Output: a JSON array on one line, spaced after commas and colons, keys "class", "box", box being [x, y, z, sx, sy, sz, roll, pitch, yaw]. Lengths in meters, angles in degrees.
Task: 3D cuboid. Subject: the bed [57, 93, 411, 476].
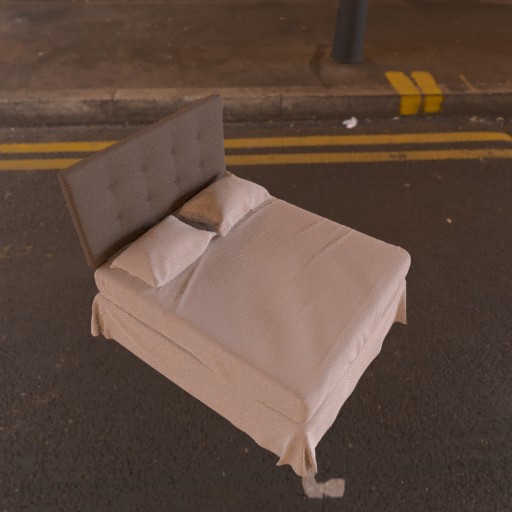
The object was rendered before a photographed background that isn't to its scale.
[{"class": "bed", "box": [0.000, 0.000, 3.455, 2.222, 1.577, 1.936, 26, 48, 26]}]
